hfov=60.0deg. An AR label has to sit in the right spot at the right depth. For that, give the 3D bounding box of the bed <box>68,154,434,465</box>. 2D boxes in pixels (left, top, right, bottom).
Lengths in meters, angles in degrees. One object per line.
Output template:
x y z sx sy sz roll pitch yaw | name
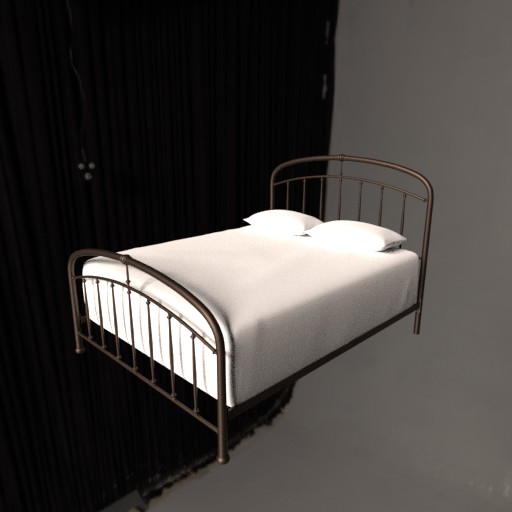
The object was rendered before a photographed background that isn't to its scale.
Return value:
0.000 0.000 3.325 1.711 1.425 2.180 15 21 43 | bed
